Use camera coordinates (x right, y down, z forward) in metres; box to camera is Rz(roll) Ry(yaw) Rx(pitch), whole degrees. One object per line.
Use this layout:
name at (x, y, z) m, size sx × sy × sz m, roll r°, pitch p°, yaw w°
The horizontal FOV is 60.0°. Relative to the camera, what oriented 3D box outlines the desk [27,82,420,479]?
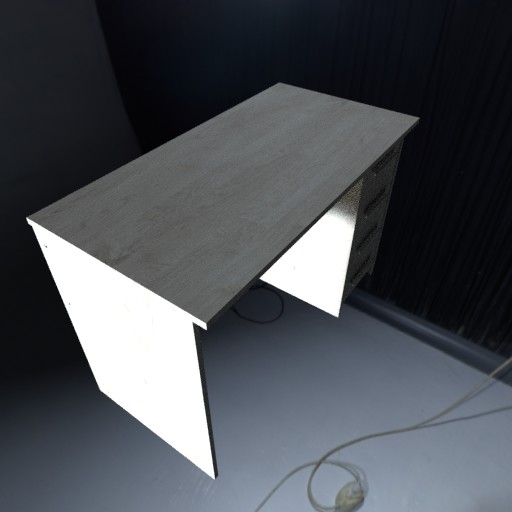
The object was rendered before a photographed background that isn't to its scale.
desk at (0.000, 0.000, 1.504) m, size 0.560 × 0.730 × 1.096 m, roll 25°, pitch 47°, yaw 26°
